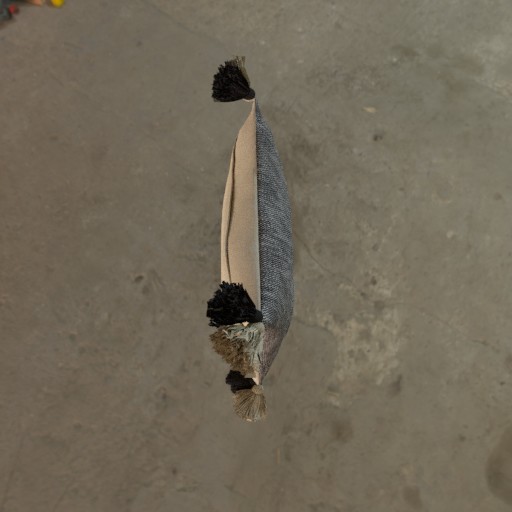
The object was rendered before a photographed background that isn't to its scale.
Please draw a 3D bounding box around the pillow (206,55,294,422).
[{"bbox_3d":[0.000,0.000,0.996,0.170,0.659,0.654,-1,64,-1],"label":"pillow"}]
